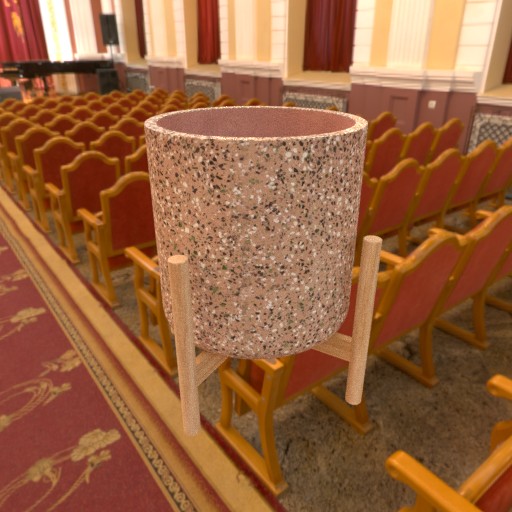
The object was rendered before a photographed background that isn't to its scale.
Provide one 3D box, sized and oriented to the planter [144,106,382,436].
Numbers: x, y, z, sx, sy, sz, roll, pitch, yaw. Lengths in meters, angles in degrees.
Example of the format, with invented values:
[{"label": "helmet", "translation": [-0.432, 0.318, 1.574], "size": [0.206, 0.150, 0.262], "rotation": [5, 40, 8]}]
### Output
[{"label": "planter", "translation": [0.000, 0.000, 0.704], "size": [0.360, 0.419, 0.360], "rotation": [-17, 30, -32]}]
